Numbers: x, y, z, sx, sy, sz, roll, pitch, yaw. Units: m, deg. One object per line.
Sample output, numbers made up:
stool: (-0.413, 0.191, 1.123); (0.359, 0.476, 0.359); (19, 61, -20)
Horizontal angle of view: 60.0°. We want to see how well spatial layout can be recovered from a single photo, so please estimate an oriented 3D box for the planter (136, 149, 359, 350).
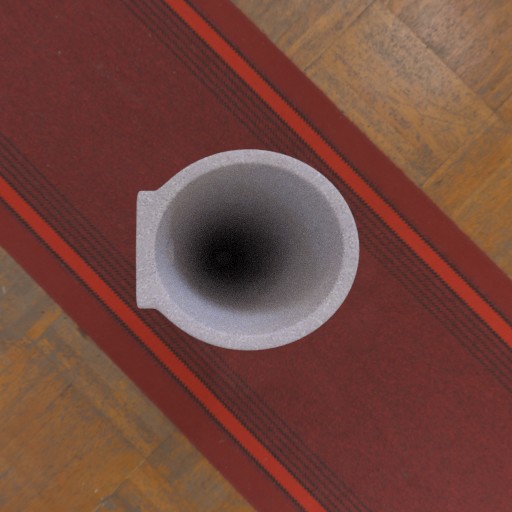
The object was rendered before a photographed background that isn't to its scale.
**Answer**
planter: (0.000, 0.000, 0.300); (0.087, 0.259, 0.078); (0, 89, 2)
